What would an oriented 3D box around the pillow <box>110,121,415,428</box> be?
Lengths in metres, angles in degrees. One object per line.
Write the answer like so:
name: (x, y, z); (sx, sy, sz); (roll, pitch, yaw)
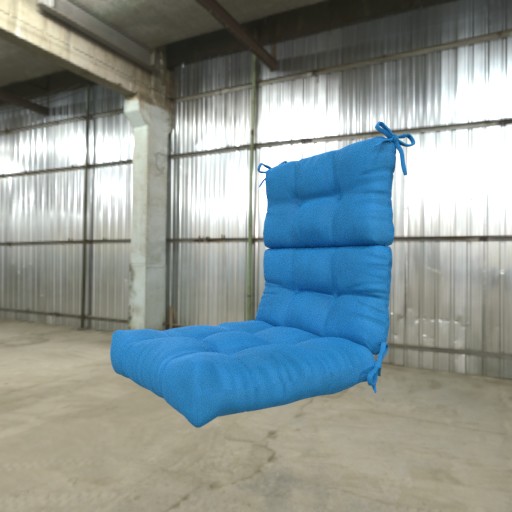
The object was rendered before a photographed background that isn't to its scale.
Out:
pillow: (0.000, 0.000, 1.056); (0.571, 0.605, 0.519); (0, 0, -34)
